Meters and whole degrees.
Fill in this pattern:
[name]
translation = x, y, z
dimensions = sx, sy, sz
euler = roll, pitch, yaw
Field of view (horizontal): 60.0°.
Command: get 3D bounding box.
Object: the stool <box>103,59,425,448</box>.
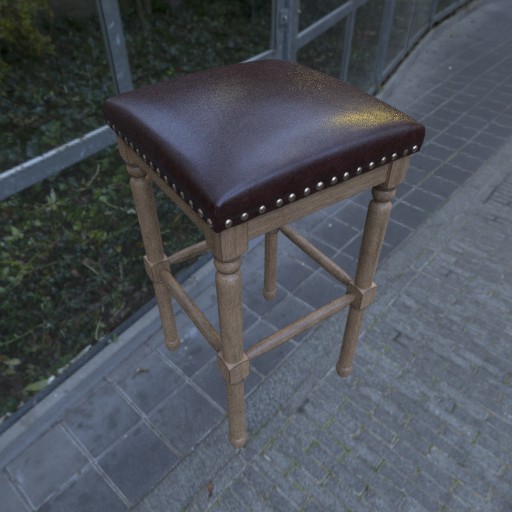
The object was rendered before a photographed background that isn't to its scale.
[stool]
translation = 0.000, 0.000, 0.911
dimensions = 0.382, 0.702, 0.383
euler = -24, 47, -25
